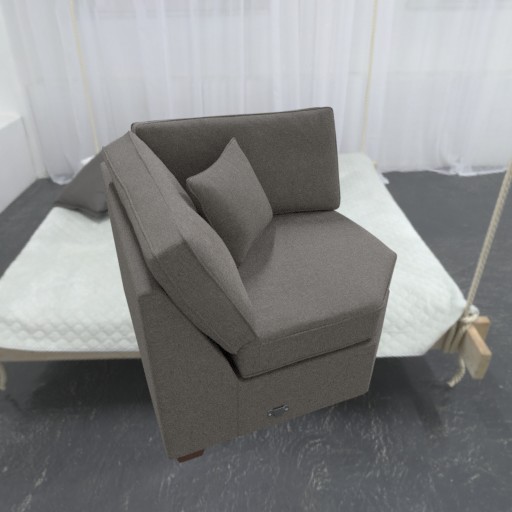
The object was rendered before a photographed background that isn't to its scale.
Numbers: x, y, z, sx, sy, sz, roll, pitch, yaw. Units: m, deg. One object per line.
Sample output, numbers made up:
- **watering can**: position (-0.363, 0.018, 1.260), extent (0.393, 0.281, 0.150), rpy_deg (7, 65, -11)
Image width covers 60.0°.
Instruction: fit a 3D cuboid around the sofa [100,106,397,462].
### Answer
- **sofa**: position (0.000, 0.000, 1.798), extent (1.042, 0.951, 1.050), rpy_deg (-12, 34, -18)
